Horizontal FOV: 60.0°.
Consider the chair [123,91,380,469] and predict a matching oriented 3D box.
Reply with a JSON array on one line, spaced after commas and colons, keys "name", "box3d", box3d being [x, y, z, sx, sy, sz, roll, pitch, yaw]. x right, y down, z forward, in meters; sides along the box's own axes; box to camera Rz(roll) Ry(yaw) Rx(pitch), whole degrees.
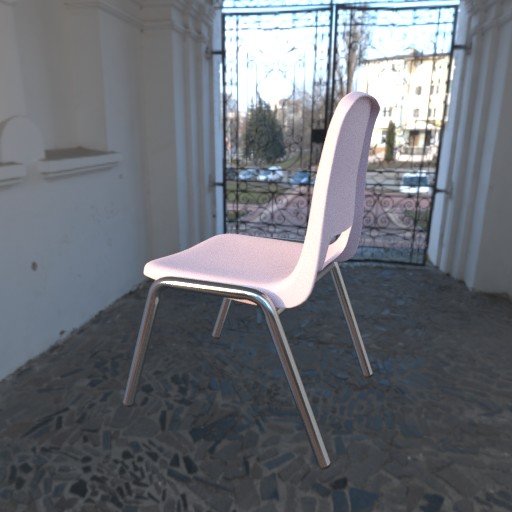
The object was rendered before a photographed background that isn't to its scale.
[{"name": "chair", "box3d": [0.000, 0.000, 0.860, 0.423, 0.586, 0.354, 8, 18, 26]}]
